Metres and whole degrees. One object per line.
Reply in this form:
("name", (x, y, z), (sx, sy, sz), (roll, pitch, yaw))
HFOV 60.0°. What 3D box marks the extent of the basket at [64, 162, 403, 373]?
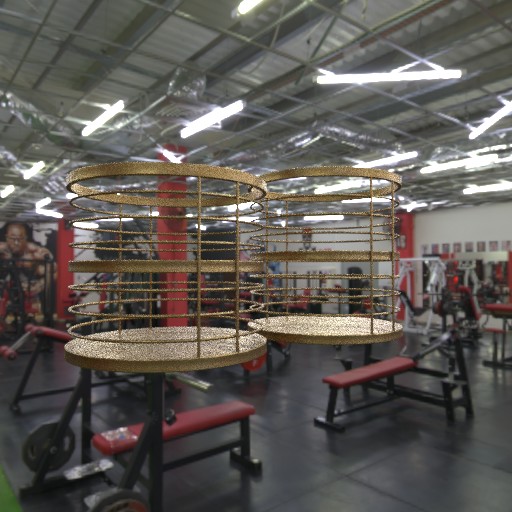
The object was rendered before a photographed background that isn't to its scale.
("basket", (0.000, 0.000, 0.931), (0.746, 0.351, 0.356), (1, -2, -36))
